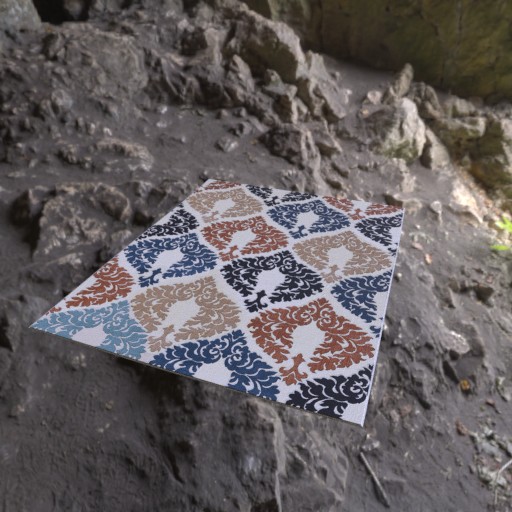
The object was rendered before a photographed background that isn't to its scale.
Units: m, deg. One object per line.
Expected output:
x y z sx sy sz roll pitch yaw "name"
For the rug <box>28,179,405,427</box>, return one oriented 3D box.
0.000 0.000 4.067 2.423 0.014 3.040 11 34 17 "rug"
